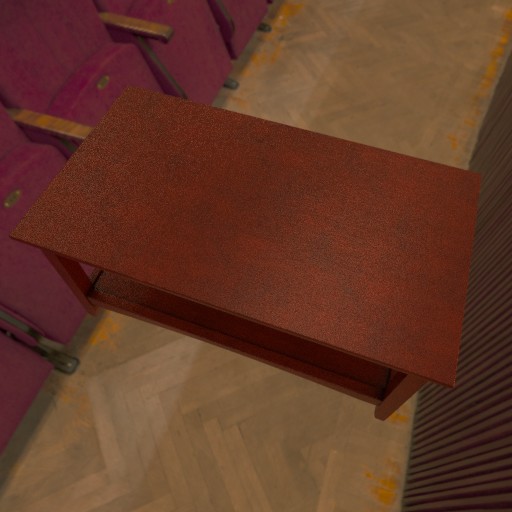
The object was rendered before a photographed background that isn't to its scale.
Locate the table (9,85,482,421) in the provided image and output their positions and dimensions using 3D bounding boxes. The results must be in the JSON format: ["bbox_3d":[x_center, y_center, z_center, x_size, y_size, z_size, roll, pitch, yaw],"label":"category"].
[{"bbox_3d":[0.000,0.000,1.193,0.943,0.456,0.533,17,60,10],"label":"table"}]
